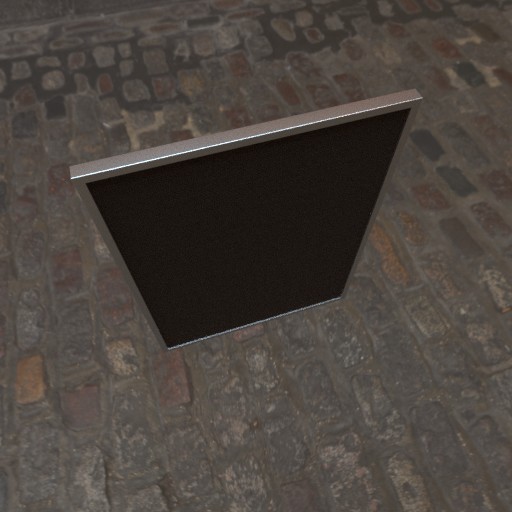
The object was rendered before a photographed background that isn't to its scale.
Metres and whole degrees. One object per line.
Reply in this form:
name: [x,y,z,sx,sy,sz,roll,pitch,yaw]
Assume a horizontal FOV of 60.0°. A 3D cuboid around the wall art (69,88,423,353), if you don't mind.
wall art: [0.000,0.000,1.423,0.801,1.062,0.037,-15,60,-9]
